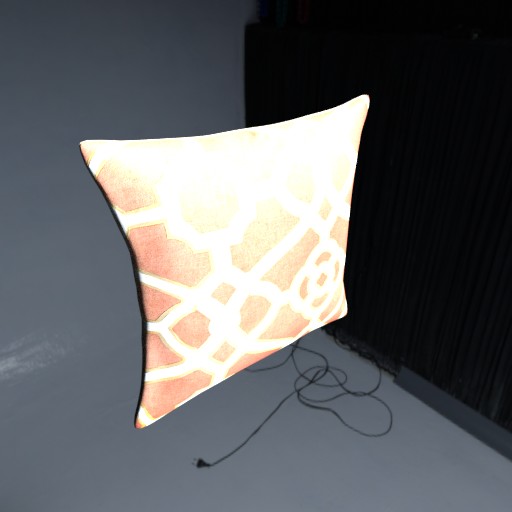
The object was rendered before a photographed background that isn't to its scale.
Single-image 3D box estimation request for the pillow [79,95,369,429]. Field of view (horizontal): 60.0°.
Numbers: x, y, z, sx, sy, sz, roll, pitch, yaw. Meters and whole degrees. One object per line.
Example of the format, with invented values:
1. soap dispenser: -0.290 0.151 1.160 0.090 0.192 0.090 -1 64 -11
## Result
1. pillow: 0.000 0.000 0.814 0.552 0.508 0.166 -21 35 -33
